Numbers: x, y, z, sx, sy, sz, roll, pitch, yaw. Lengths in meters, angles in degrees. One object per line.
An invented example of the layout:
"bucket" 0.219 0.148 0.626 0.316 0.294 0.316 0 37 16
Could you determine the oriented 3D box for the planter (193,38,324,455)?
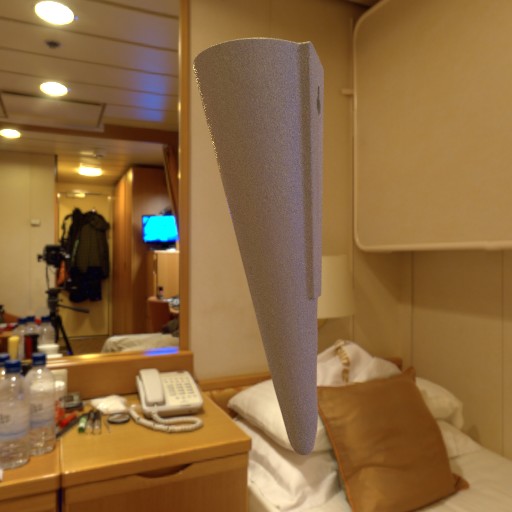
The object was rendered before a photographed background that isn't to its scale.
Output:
"planter" 0.000 0.000 0.222 0.064 0.191 0.057 0 0 19
